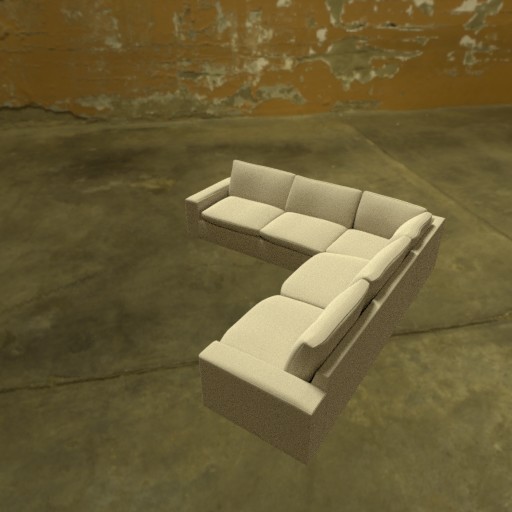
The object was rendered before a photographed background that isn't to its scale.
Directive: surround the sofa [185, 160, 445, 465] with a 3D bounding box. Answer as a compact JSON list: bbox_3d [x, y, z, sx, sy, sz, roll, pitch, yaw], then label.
[{"bbox_3d":[0.000,0.000,4.763,3.066,0.918,3.206,19,35,29],"label":"sofa"}]
